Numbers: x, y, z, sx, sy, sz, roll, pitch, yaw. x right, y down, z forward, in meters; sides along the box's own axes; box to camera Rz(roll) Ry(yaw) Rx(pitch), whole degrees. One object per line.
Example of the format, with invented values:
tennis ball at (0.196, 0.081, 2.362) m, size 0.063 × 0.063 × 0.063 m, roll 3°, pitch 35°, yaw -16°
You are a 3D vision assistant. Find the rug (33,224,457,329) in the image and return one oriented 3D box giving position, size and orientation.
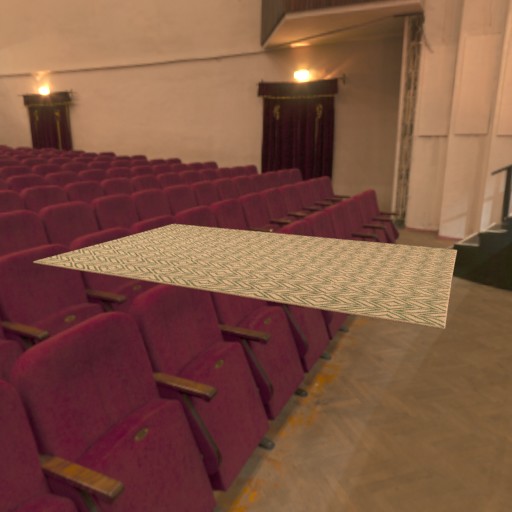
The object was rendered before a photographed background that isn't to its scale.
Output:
rug at (0.000, 0.000, 2.986) m, size 2.435 × 0.011 × 1.517 m, roll 7°, pitch 16°, yaw 25°
